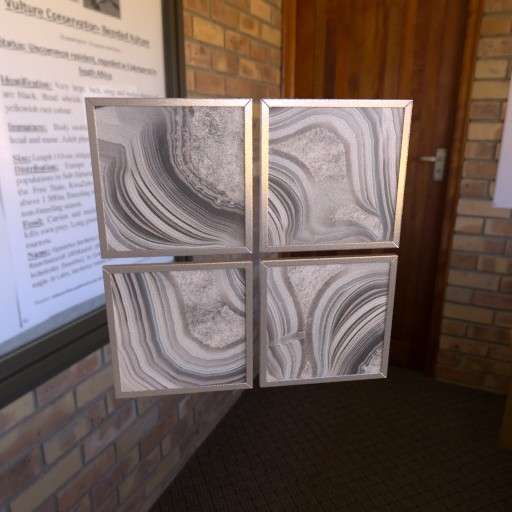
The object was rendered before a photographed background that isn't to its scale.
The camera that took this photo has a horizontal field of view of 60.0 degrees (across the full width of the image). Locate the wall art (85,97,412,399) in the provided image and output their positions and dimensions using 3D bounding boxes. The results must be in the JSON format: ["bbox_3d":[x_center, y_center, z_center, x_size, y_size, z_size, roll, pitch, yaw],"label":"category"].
[{"bbox_3d":[0.000,0.000,1.672,1.118,1.118,0.029,-2,17,-8],"label":"wall art"}]
